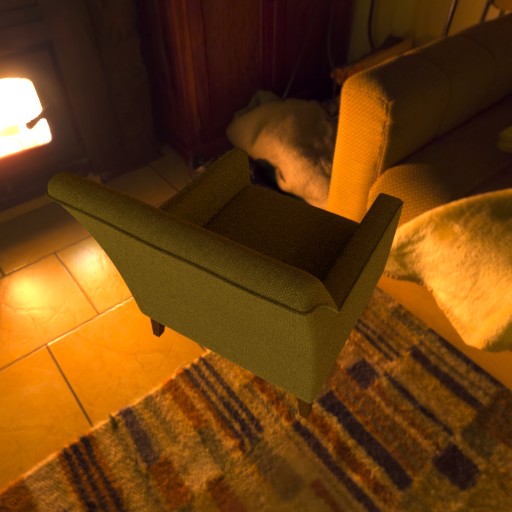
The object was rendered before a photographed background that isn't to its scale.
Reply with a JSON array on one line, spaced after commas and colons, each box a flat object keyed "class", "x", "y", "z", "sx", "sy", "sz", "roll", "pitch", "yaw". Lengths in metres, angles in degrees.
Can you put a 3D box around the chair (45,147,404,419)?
[{"class": "chair", "x": 0.000, "y": 0.000, "z": 1.587, "sx": 0.780, "sy": 0.919, "sz": 0.899, "roll": 23, "pitch": 50, "yaw": 21}]
